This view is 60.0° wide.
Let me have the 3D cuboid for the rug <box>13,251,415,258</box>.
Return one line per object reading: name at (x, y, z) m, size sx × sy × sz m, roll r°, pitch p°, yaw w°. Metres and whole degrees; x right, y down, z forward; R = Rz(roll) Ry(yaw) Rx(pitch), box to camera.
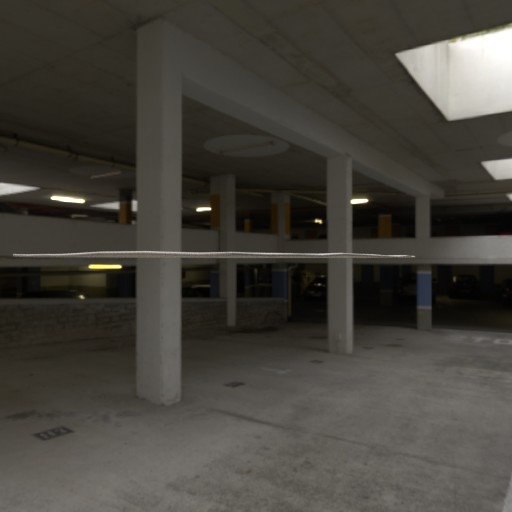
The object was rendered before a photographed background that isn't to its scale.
rug at (0.000, 0.000, 1.040) m, size 0.511 × 0.008 × 0.869 m, roll 0°, pitch 0°, yaw 34°
